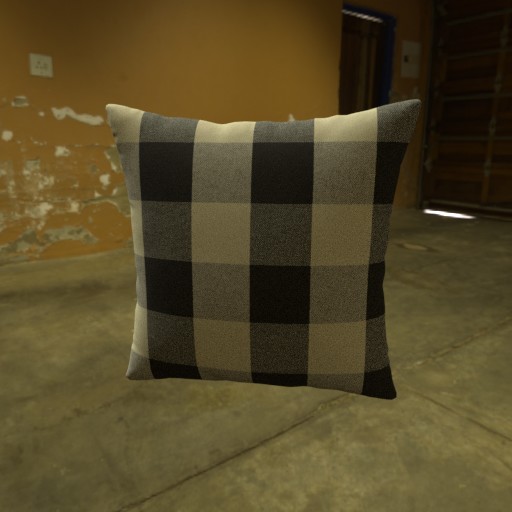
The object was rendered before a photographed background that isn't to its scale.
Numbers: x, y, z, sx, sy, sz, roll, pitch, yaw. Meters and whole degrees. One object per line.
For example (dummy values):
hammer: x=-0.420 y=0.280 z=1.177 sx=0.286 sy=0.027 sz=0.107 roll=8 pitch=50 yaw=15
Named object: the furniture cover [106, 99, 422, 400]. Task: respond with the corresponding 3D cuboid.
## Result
furniture cover: x=0.000 y=0.000 z=0.770 sx=0.511 sy=0.509 sz=0.161 roll=2 pitch=14 yaw=8
